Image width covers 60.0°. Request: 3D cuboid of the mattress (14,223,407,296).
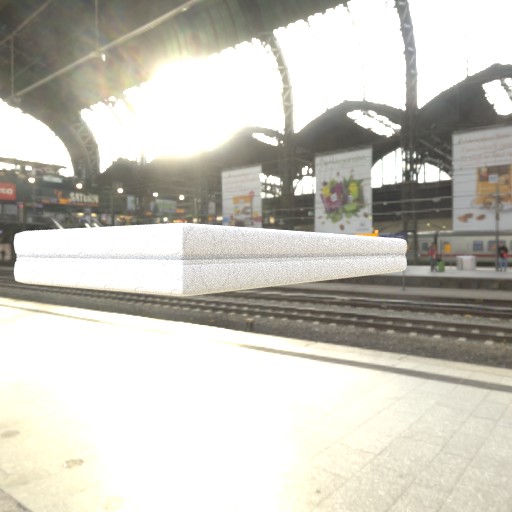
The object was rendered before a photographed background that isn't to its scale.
[{"bbox_3d":[0.000,0.000,2.186,0.900,0.200,1.900,0,1,36],"label":"mattress"}]
